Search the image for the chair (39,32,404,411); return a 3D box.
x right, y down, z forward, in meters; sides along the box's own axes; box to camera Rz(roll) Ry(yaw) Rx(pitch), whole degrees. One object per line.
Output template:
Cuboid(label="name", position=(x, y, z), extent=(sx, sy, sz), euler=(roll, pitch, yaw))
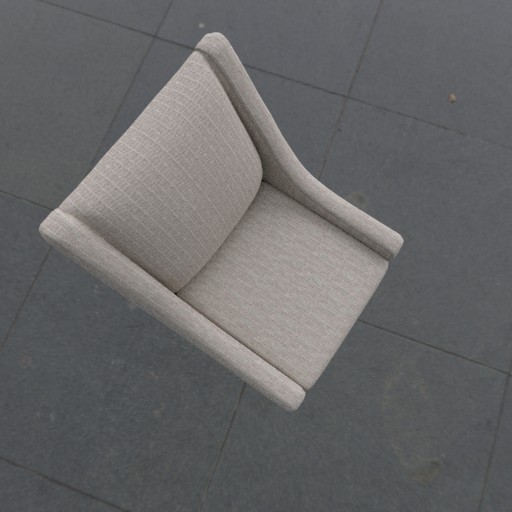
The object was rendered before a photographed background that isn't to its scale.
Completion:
Cuboid(label="chair", position=(0.000, 0.000, 1.612), extent=(0.870, 1.014, 0.774), euler=(34, 78, 8))
